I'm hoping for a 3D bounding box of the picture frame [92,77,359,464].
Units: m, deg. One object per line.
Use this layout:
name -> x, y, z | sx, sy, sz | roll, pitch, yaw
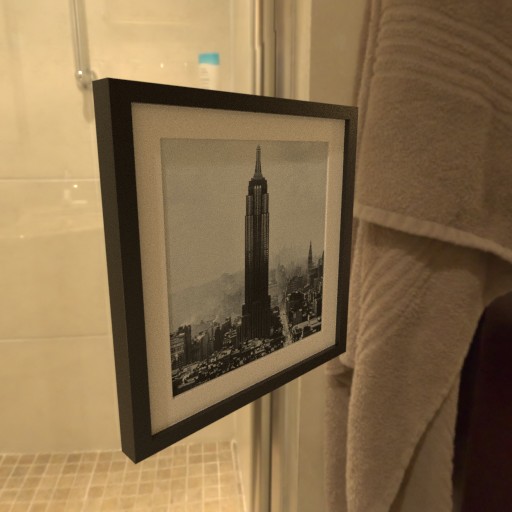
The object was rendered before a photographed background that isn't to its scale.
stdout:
picture frame -> 0.000, 0.000, 0.520 | 0.355, 0.353, 0.029 | -13, 18, -43
